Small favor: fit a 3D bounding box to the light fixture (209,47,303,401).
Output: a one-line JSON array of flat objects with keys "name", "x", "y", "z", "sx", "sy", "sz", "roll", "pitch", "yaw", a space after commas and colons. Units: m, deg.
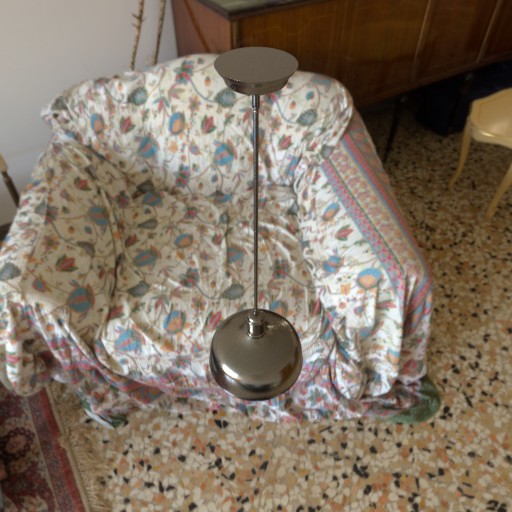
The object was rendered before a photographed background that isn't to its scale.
[{"name": "light fixture", "x": 0.000, "y": 0.000, "z": 1.084, "sx": 0.299, "sy": 0.935, "sz": 0.299, "roll": 16, "pitch": 48, "yaw": 15}]
